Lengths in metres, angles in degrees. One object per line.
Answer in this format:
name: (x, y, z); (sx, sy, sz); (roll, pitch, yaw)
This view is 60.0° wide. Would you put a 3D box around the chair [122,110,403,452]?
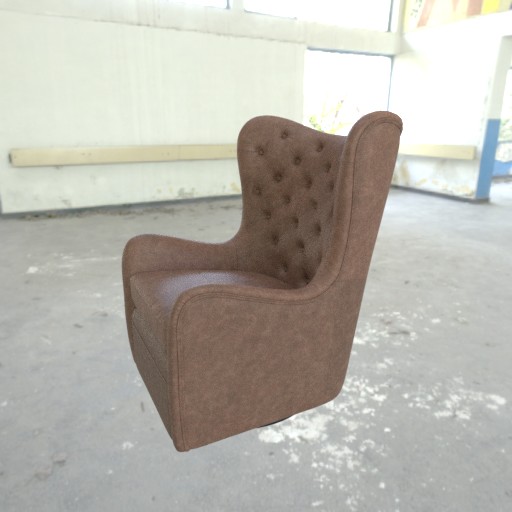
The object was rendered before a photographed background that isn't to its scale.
chair: (0.000, 0.000, 1.752); (0.930, 1.079, 0.831); (-8, 18, -26)
